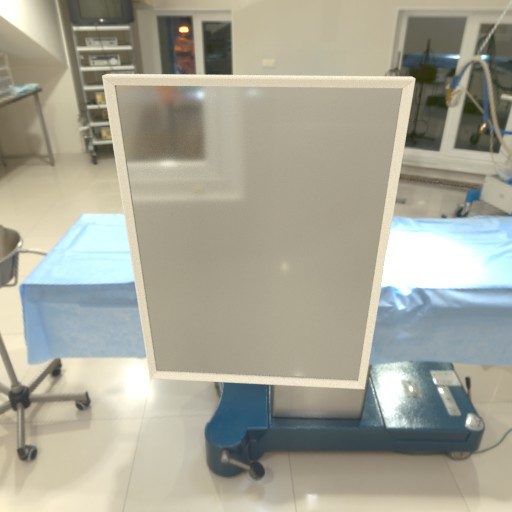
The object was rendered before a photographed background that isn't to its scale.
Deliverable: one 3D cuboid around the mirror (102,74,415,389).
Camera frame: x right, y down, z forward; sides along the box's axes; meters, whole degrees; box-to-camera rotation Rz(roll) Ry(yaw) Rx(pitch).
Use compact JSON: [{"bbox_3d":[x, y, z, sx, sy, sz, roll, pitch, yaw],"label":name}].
[{"bbox_3d":[0.000,0.000,1.340,0.762,1.016,0.041,2,29,3],"label":"mirror"}]
